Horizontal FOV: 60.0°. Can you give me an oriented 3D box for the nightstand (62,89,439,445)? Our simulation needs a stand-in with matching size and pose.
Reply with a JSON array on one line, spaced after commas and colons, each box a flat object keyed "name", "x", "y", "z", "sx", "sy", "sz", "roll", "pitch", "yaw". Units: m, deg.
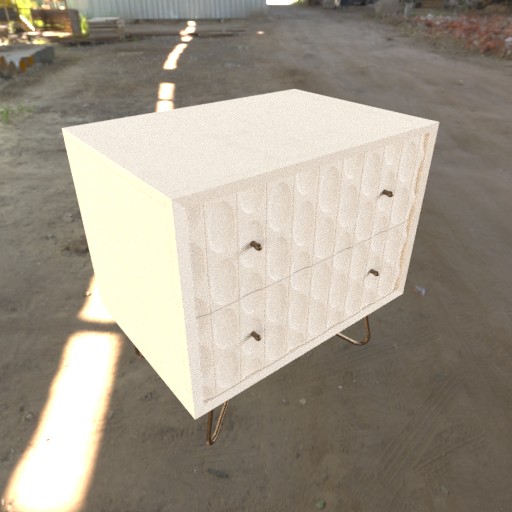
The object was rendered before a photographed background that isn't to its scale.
[{"name": "nightstand", "x": 0.000, "y": 0.000, "z": 1.033, "sx": 0.614, "sy": 0.604, "sz": 0.447, "roll": -22, "pitch": 38, "yaw": -32}]
